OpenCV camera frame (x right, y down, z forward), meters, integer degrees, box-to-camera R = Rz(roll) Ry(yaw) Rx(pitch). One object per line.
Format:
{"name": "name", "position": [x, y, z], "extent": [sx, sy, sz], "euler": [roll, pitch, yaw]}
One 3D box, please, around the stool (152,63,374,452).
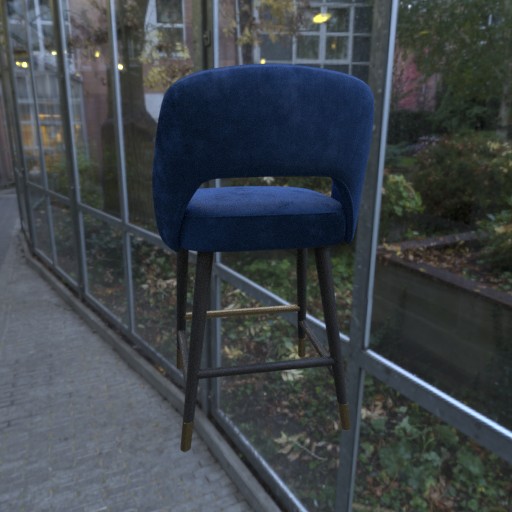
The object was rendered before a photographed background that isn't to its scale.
{"name": "stool", "position": [0.000, 0.000, 1.233], "extent": [0.536, 0.925, 0.524], "euler": [-3, 16, -11]}
